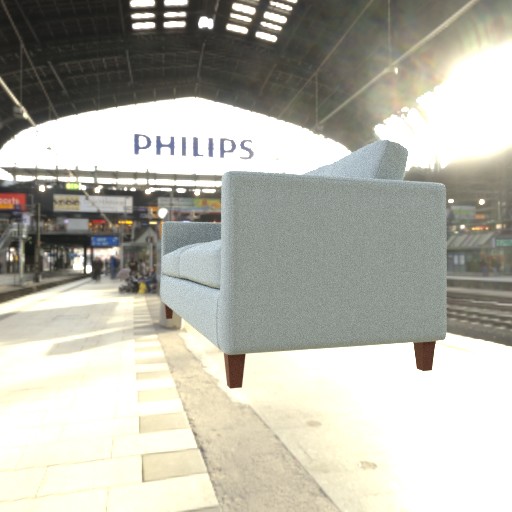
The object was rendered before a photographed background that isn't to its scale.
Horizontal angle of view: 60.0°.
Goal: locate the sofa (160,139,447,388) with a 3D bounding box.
[{"bbox_3d":[0.000,0.000,2.677,0.951,0.965,2.208,0,-1,-18],"label":"sofa"}]
